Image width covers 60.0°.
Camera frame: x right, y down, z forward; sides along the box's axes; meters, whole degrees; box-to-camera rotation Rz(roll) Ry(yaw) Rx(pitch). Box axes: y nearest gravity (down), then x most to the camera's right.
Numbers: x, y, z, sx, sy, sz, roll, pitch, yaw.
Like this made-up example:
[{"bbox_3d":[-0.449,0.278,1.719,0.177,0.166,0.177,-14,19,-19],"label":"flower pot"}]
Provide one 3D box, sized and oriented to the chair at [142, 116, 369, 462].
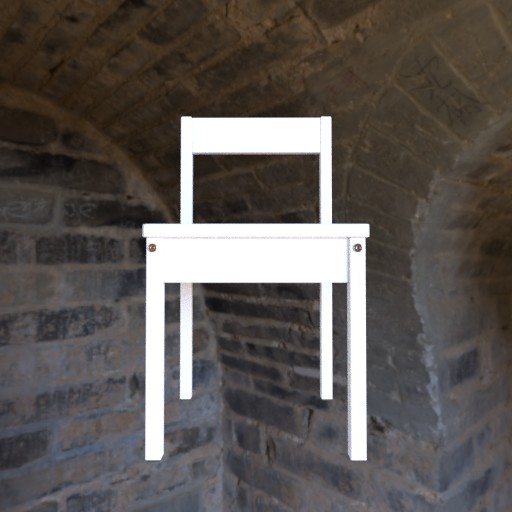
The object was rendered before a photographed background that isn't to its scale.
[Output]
[{"bbox_3d":[0.000,0.000,0.886,0.367,0.668,0.361,0,-1,0],"label":"chair"}]
